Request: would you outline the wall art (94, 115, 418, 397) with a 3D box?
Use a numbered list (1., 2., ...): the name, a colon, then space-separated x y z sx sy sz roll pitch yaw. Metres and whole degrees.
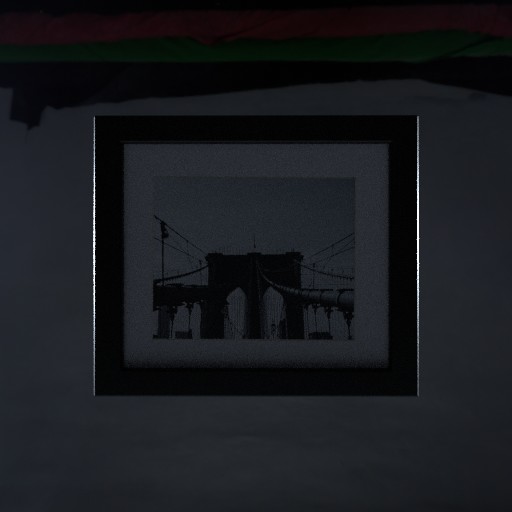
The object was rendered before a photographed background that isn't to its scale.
1. wall art: 0.000 0.000 0.534 0.380 0.330 0.028 0 0 0
